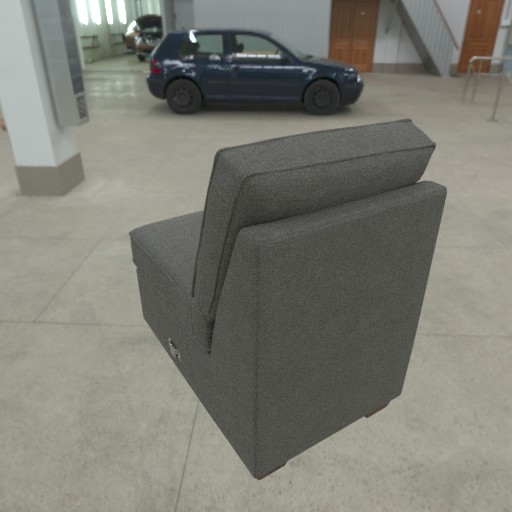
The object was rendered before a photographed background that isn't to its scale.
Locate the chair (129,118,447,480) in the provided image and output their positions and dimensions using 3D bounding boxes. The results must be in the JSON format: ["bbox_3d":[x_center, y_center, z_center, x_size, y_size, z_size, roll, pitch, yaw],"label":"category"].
[{"bbox_3d":[0.000,0.000,1.516,0.621,0.970,0.938,-17,32,-28],"label":"chair"}]
